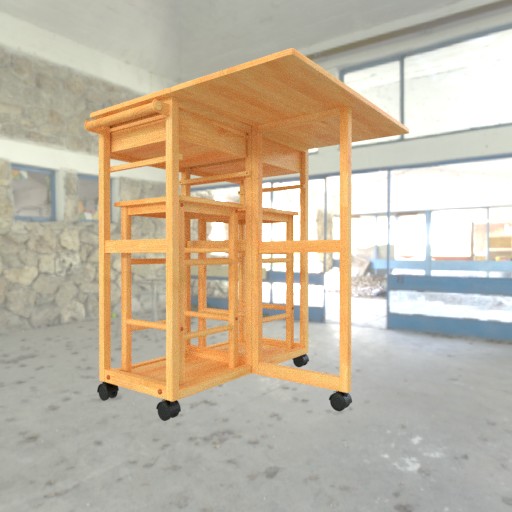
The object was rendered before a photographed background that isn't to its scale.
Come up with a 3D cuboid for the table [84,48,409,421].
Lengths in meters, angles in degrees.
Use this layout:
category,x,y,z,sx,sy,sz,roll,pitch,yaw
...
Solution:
category,x,y,z,sx,sy,sz,roll,pitch,yaw
table,0.000,0.000,1.356,0.693,0.832,0.752,0,1,37
